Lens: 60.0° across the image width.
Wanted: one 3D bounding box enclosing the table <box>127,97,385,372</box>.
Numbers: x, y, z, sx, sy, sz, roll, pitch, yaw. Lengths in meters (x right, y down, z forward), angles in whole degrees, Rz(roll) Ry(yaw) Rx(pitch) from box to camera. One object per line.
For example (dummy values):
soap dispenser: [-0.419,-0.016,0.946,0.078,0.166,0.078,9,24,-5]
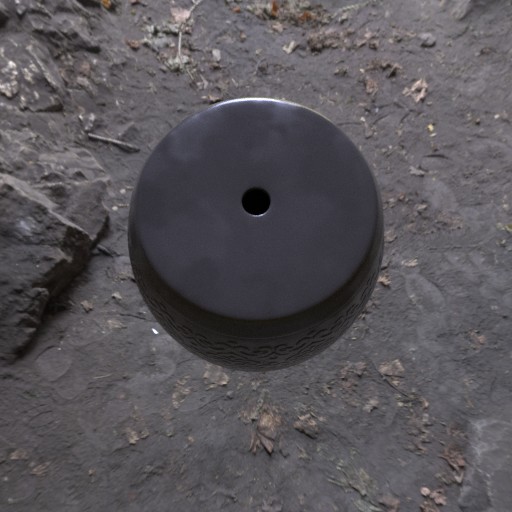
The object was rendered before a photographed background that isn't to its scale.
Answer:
table: [0.000,0.000,0.609,0.309,0.397,0.309,0,75,0]
